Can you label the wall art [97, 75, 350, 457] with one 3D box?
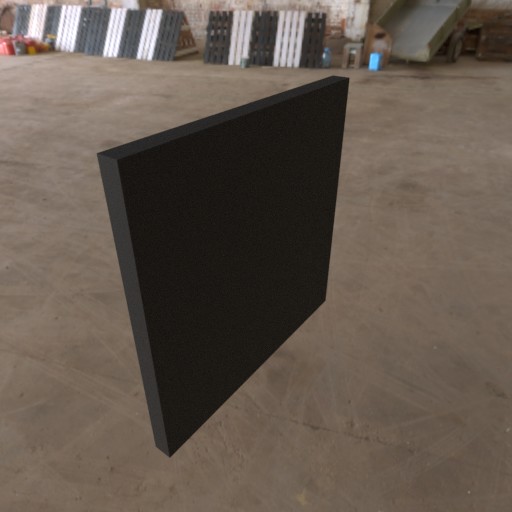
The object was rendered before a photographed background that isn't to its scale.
[{"bbox_3d":[0.000,0.000,0.691,0.030,0.458,0.462,22,39,30],"label":"wall art"}]
